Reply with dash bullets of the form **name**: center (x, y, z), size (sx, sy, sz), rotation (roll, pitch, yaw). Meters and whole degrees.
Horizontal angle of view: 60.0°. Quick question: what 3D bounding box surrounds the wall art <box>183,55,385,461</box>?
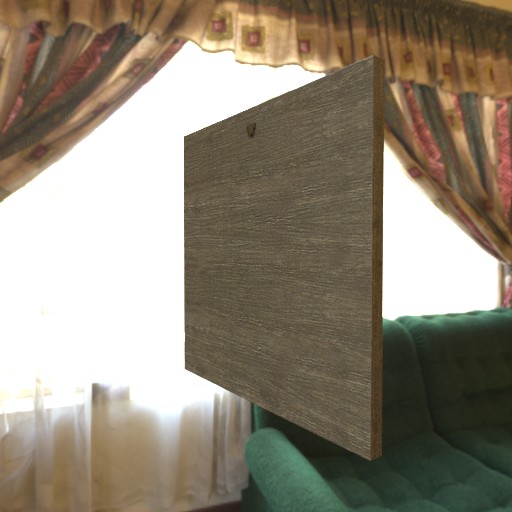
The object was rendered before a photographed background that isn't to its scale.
- **wall art**: center (0.000, 0.000, 0.691), size (0.027, 0.459, 0.462), rotation (-1, 2, -36)
